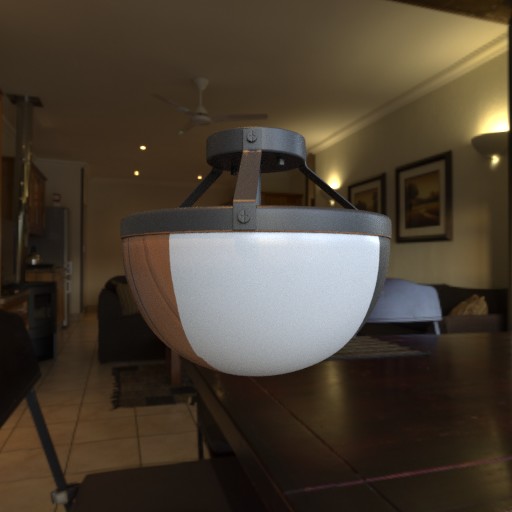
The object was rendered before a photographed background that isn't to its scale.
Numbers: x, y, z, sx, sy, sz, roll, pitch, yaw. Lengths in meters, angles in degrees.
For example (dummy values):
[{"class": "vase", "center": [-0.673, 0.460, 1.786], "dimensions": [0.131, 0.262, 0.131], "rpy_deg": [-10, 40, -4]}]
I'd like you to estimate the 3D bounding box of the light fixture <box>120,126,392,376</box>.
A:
[{"class": "light fixture", "center": [0.000, 0.000, 0.519], "dimensions": [0.304, 0.269, 0.304], "rpy_deg": [0, -1, 0]}]
